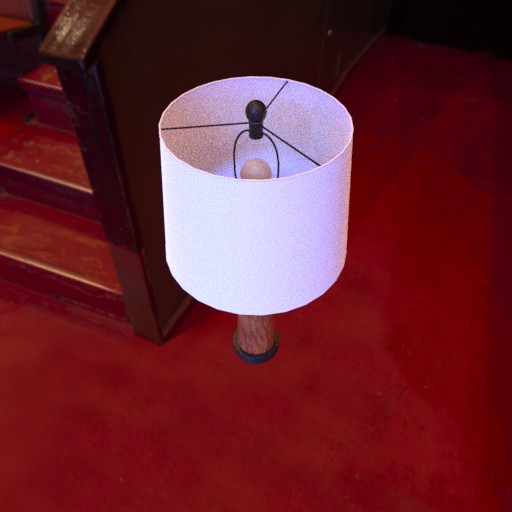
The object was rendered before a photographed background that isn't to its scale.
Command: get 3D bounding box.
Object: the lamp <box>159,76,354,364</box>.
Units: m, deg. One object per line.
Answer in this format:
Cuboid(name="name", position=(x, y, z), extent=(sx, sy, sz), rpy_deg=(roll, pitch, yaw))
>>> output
Cuboid(name="lamp", position=(0.000, 0.000, 0.892), extent=(0.349, 0.667, 0.349), rpy_deg=(0, 47, 0))
